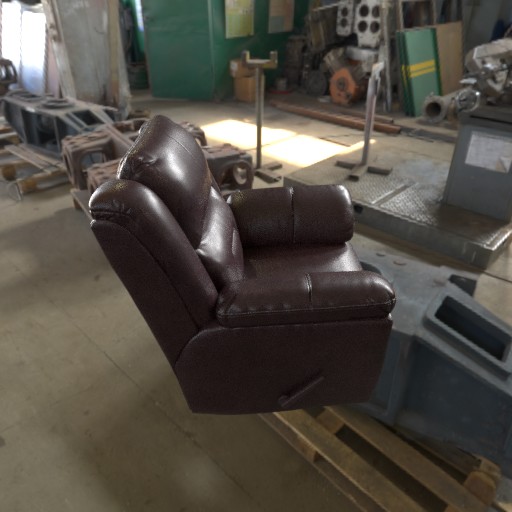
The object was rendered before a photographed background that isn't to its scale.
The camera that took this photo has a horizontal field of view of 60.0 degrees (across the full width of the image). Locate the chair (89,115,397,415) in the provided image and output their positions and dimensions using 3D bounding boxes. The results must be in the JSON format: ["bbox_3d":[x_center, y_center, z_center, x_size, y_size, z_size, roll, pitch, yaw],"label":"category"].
[{"bbox_3d":[0.000,0.000,1.938,1.041,1.093,0.990,0,32,-1],"label":"chair"}]
